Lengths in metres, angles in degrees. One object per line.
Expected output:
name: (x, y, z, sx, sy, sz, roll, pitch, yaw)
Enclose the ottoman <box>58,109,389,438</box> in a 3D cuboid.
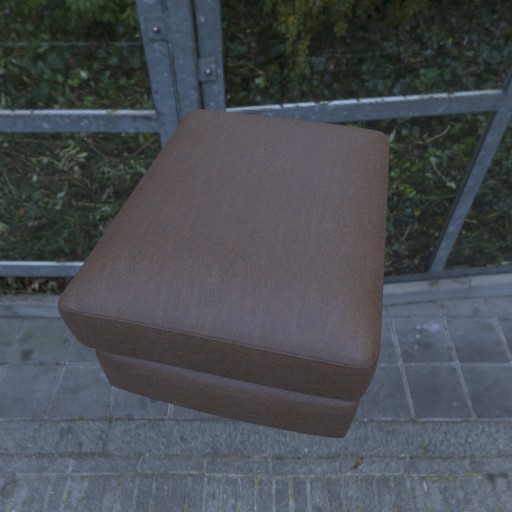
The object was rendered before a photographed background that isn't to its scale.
ottoman: (0.000, 0.000, 1.176, 0.635, 0.508, 0.787, 10, 47, 9)
